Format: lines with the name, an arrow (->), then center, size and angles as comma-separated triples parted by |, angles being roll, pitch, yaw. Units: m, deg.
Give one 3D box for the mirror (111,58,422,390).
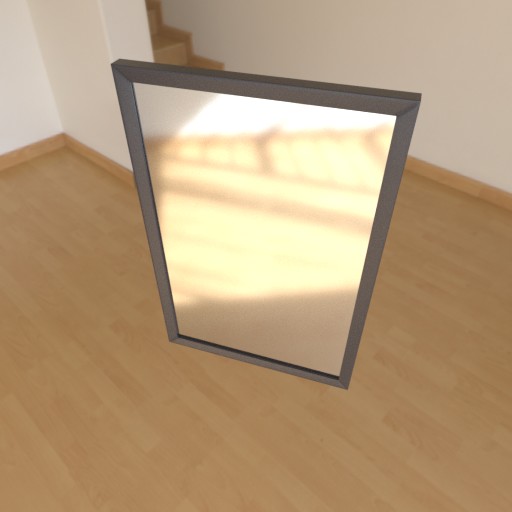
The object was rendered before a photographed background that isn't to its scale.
mirror -> 0.000, 0.000, 1.150 | 0.609, 0.915, 0.040 | 12, 43, 13
